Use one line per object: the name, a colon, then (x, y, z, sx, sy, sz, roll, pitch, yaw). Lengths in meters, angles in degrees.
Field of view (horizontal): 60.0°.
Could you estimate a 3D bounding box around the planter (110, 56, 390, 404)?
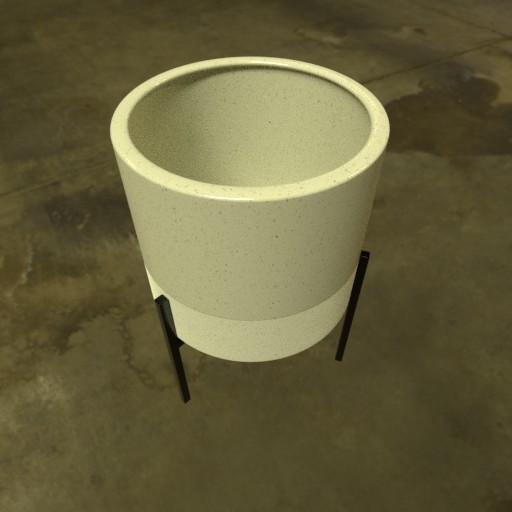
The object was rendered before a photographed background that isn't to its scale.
planter: (0.000, 0.000, 0.328, 0.159, 0.230, 0.152, 10, 47, 9)
